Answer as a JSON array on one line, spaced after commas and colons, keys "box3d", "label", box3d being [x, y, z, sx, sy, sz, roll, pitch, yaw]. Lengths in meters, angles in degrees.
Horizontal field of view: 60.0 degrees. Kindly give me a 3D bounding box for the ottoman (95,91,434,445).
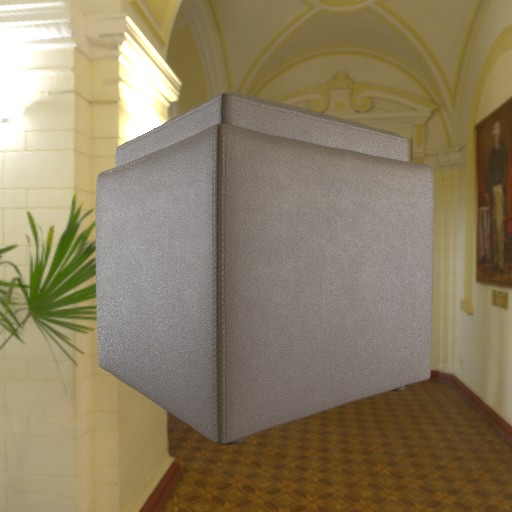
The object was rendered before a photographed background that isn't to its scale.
[{"box3d": [0.000, 0.000, 0.804, 0.451, 0.460, 0.450, -1, 1, -37], "label": "ottoman"}]
